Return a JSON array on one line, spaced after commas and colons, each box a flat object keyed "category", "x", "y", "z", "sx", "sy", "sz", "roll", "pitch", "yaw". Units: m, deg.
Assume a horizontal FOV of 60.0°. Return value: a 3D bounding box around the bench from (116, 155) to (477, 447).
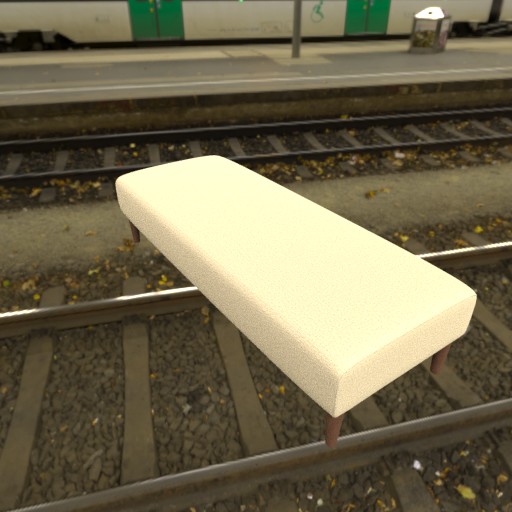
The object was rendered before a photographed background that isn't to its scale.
[{"category": "bench", "x": 0.000, "y": 0.000, "z": 1.893, "sx": 0.646, "sy": 0.393, "sz": 1.609, "roll": -20, "pitch": 37, "yaw": -29}]
